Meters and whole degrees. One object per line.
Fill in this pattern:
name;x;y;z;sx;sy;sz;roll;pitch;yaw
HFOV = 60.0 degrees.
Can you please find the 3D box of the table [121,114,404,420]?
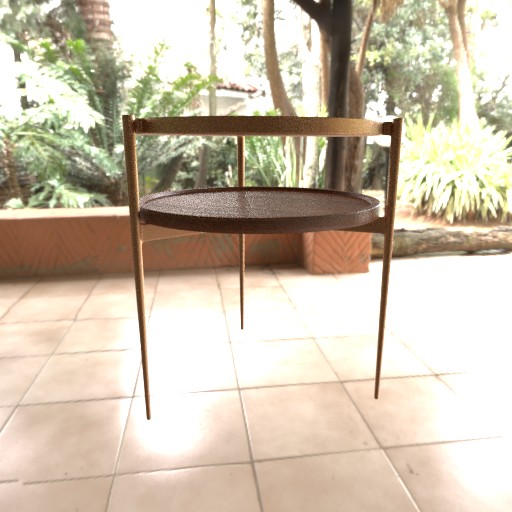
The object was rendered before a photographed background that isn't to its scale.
table;0.000;0.000;0.838;0.430;0.493;0.456;-2;15;-9
